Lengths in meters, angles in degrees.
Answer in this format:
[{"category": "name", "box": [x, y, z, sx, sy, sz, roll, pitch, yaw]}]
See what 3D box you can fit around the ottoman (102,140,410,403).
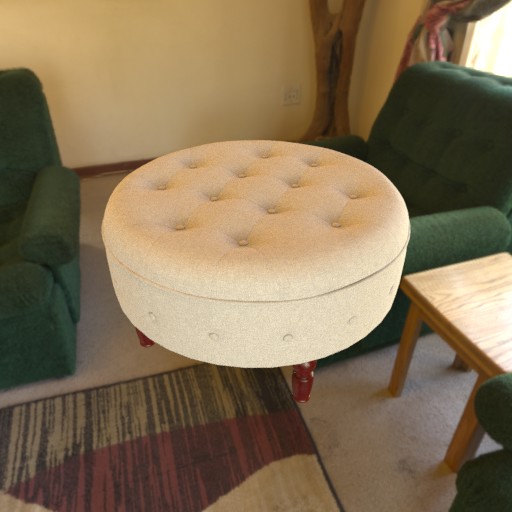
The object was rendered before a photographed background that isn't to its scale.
[{"category": "ottoman", "box": [0.000, 0.000, 1.358, 0.849, 0.478, 0.849, 0, 34, 0]}]
